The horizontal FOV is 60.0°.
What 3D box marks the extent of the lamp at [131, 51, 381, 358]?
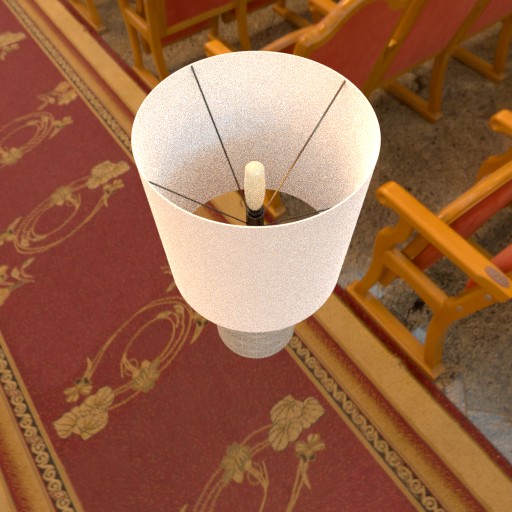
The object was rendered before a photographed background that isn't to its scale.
[{"bbox_3d":[0.000,0.000,0.548,0.206,0.416,0.206,-32,64,-18],"label":"lamp"}]
